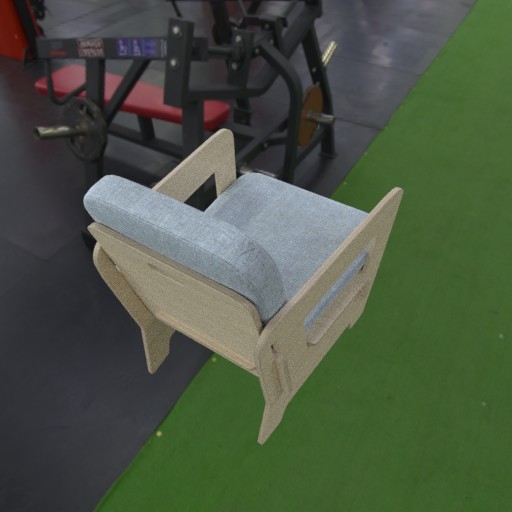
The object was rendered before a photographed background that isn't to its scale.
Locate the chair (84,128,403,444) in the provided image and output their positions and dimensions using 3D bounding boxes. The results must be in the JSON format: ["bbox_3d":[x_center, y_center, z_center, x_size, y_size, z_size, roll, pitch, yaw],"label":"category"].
[{"bbox_3d":[0.000,0.000,1.266,0.590,0.800,0.710,25,50,22],"label":"chair"}]
